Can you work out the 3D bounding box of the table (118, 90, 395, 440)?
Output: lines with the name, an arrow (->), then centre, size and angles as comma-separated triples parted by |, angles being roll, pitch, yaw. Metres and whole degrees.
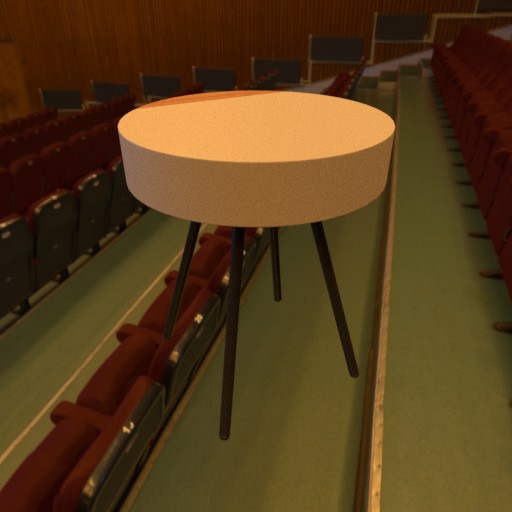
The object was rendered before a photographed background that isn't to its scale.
table -> 0.000, 0.000, 0.851 | 0.450, 0.525, 0.450 | 0, 31, 0
